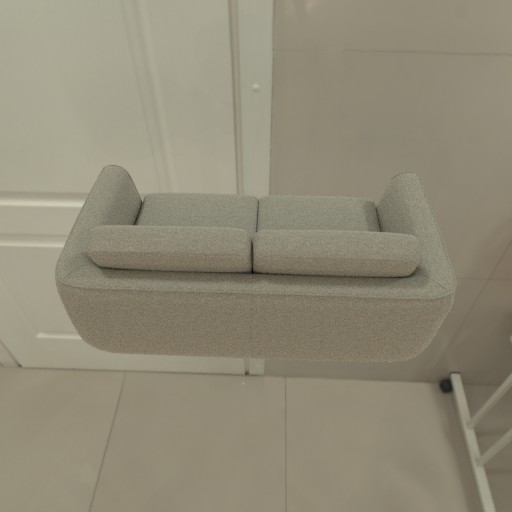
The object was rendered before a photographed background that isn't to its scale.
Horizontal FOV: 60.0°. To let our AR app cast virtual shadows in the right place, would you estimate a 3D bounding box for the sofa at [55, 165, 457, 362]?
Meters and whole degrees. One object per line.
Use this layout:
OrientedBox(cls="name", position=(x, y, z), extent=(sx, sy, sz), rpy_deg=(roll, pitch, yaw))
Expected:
OrientedBox(cls="sofa", position=(0.000, 0.000, 2.206), extent=(1.700, 0.850, 0.920), rpy_deg=(2, 47, 2))
